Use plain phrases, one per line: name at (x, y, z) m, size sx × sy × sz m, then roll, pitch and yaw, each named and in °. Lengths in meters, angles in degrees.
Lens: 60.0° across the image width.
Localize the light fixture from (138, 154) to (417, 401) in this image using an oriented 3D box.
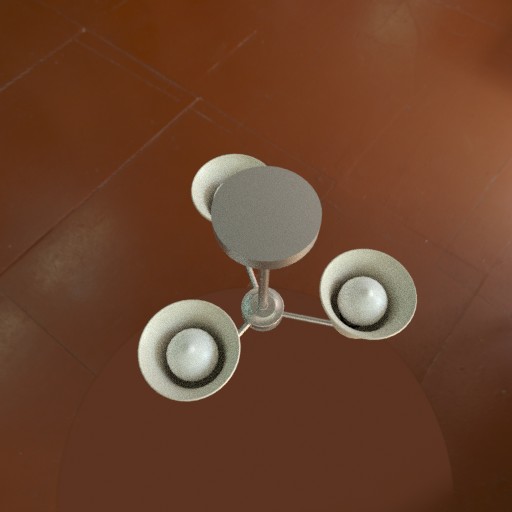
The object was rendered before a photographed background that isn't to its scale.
light fixture at (0.000, 0.000, 0.662) m, size 0.388 × 0.370 × 0.354 m, roll -16°, pitch 65°, yaw -8°
